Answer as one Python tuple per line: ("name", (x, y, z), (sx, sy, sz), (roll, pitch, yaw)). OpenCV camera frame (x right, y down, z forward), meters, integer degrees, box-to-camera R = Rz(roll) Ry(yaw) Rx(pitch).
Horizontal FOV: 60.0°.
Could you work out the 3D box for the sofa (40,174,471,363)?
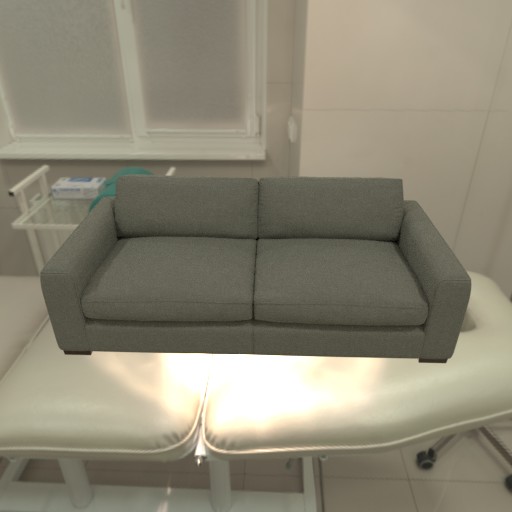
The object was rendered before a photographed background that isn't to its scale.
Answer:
("sofa", (0.000, 0.000, 2.774), (2.262, 0.801, 1.070), (1, 30, 2))
